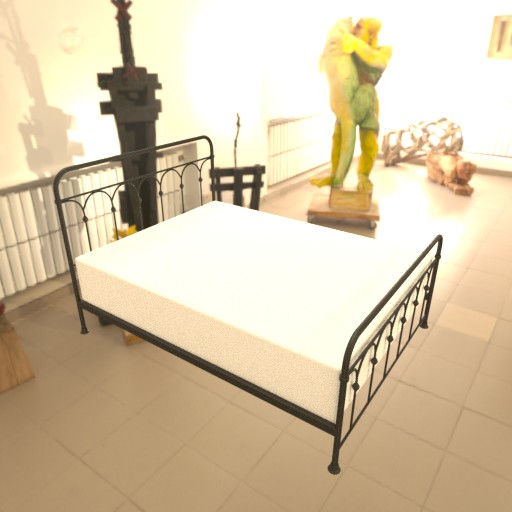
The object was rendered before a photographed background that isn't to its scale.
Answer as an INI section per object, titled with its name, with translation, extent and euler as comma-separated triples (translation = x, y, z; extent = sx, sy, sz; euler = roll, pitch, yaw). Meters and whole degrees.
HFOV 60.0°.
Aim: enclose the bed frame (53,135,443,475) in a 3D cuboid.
[bed frame]
translation = 0.000, 0.000, 3.204
extent = 2.203, 1.276, 1.664
euler = 17, 31, 31
